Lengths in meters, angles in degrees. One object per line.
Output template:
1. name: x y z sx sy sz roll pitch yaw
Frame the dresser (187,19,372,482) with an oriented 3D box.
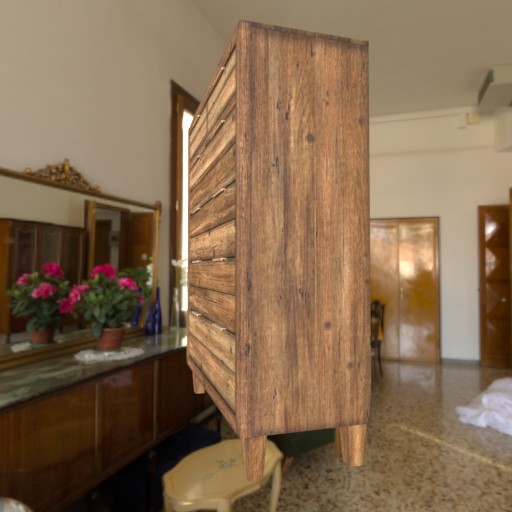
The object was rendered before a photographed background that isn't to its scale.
1. dresser: 0.000 0.000 1.855 0.438 1.359 1.067 1 -2 -17
